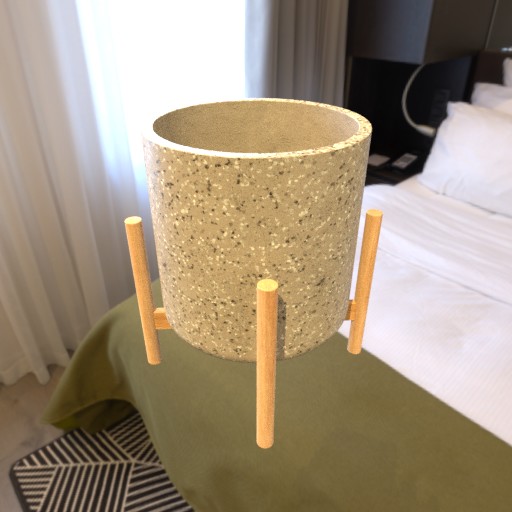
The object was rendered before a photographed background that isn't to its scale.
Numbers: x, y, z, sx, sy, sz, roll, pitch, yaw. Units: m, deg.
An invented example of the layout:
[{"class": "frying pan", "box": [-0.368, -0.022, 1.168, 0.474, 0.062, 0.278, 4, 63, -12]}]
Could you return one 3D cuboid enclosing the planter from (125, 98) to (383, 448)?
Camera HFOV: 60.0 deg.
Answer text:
[{"class": "planter", "box": [0.000, 0.000, 0.700, 0.360, 0.419, 0.360, 10, 32, 16]}]
